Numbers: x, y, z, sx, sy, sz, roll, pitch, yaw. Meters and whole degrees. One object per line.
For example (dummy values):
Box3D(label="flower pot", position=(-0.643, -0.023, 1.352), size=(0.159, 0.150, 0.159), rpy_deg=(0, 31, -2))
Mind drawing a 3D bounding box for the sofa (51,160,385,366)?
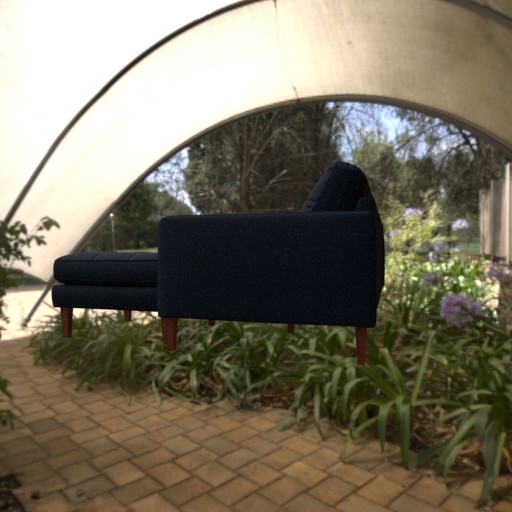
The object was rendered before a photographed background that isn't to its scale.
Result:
Box3D(label="sofa", position=(0.000, 0.000, 2.940), size=(1.613, 0.841, 2.185), rpy_deg=(0, 1, 17))
